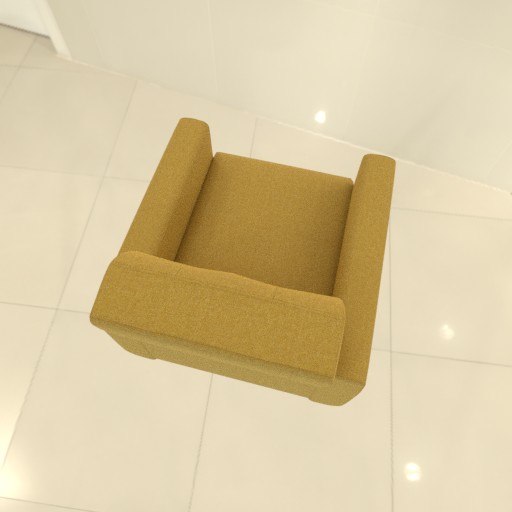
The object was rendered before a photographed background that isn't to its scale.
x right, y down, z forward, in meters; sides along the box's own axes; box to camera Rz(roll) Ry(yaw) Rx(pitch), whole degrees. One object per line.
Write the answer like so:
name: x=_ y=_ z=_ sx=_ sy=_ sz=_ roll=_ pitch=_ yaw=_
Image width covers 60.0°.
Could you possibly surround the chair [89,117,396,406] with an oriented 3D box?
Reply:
chair: x=0.000 y=0.000 z=1.537 sx=0.831 sy=0.841 sz=0.909 roll=13 pitch=64 yaw=6
